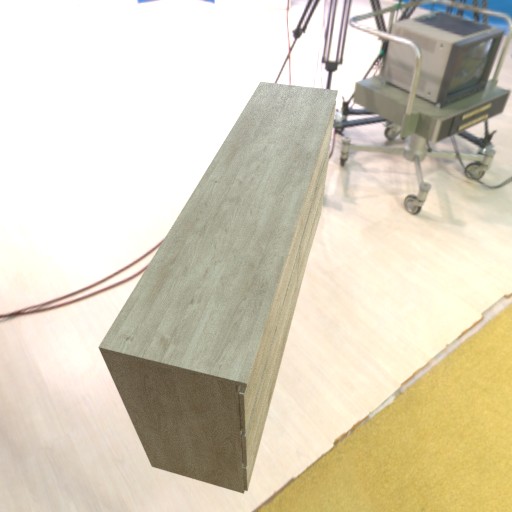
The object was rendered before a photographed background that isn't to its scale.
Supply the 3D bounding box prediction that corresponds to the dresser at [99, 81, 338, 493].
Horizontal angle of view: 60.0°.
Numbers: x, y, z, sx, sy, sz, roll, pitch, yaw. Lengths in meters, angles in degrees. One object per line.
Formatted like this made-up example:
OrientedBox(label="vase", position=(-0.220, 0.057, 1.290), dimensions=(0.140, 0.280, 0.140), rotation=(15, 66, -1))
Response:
OrientedBox(label="dresser", position=(0.000, 0.000, 1.881), dimensions=(0.390, 0.795, 1.590), rotation=(11, 46, 10))
